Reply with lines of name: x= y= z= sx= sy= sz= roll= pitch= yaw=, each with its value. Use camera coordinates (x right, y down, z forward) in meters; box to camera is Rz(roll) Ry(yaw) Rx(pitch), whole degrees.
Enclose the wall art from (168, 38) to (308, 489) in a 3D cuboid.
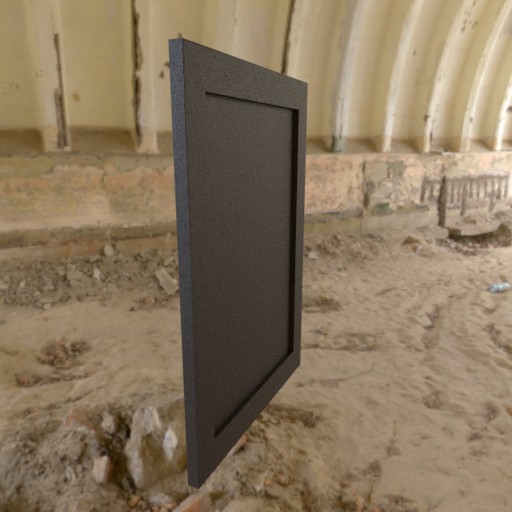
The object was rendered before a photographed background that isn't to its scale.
wall art: x=0.000 y=0.000 z=0.646 sx=0.017 sy=0.513 sz=0.359 roll=7 pitch=16 yaw=25
